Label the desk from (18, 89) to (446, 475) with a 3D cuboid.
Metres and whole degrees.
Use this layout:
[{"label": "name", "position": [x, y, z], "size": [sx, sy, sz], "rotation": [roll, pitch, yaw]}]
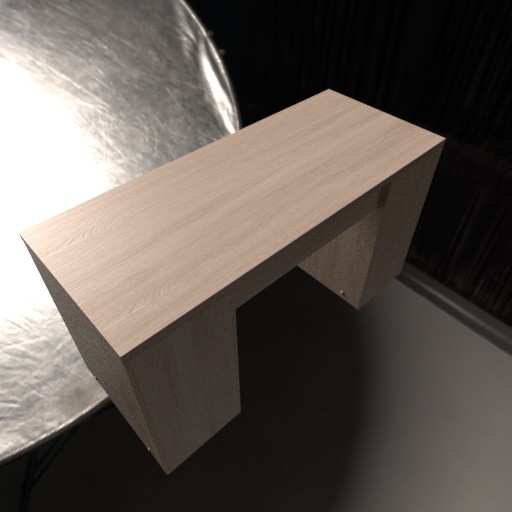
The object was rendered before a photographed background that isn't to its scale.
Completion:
[{"label": "desk", "position": [0.000, 0.000, 1.741], "size": [1.390, 0.740, 0.600], "rotation": [-33, 54, -29]}]
